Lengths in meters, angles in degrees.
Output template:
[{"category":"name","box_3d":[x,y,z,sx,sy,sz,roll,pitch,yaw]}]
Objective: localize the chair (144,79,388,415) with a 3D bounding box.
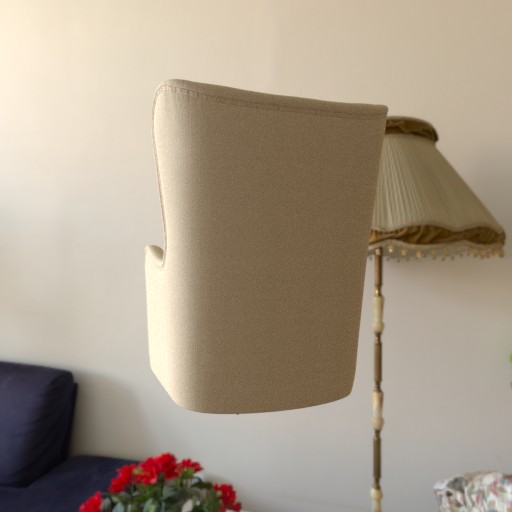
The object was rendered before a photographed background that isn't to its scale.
[{"category":"chair","box_3d":[0.000,0.000,1.747,0.831,1.079,0.929,0,0,-18]}]
